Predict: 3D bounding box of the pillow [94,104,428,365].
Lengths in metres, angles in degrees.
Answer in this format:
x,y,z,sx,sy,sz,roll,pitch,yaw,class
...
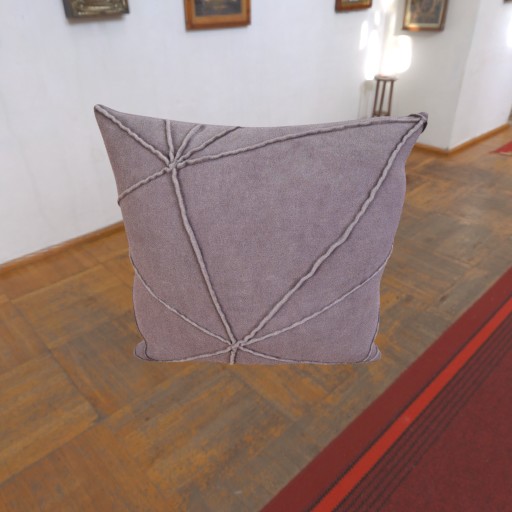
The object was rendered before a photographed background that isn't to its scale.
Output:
x,y,z,sx,sy,sz,roll,pitch,yaw,class
0.000,0.000,0.671,0.439,0.440,0.185,1,31,1,pillow
